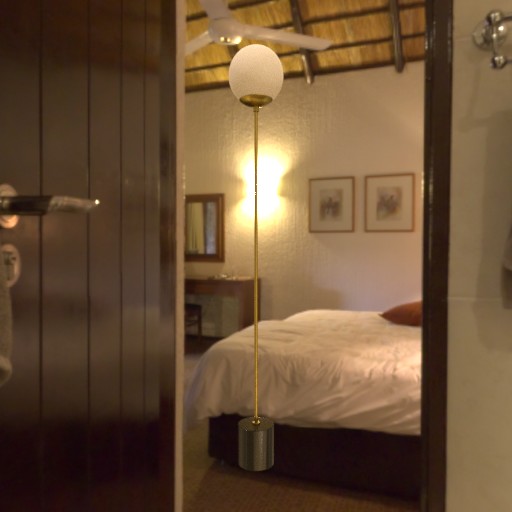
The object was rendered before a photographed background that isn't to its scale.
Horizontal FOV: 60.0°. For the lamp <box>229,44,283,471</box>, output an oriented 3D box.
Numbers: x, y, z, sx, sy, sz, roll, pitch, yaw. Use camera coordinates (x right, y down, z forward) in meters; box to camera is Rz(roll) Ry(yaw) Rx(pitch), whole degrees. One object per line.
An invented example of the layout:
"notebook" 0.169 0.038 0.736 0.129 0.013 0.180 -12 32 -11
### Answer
"lamp" 0.000 0.000 1.866 0.229 1.748 0.229 0 1 -16
